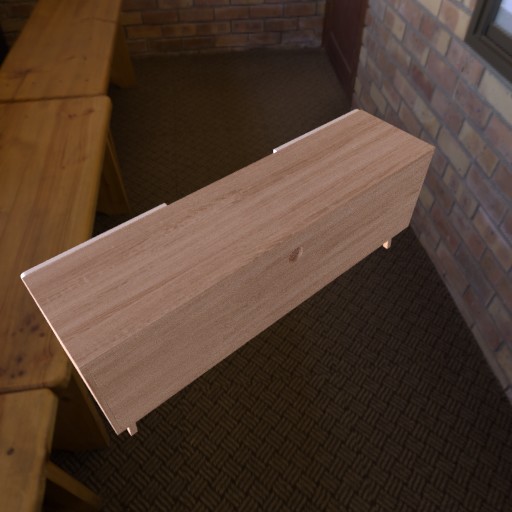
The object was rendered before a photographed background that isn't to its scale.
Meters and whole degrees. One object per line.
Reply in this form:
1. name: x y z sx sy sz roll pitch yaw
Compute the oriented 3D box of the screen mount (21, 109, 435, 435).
1. screen mount: 0.000 0.000 1.740 1.500 0.570 0.420 -32 55 -26
